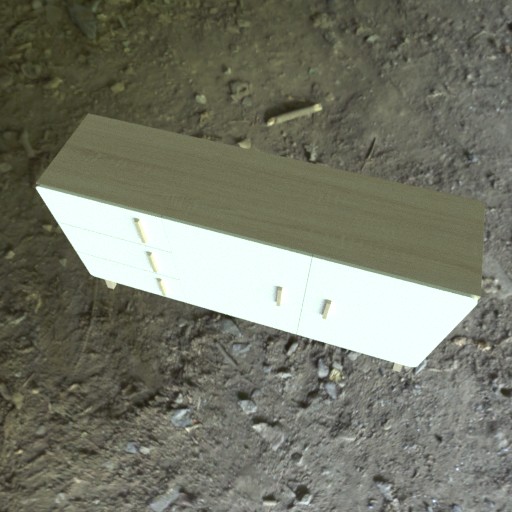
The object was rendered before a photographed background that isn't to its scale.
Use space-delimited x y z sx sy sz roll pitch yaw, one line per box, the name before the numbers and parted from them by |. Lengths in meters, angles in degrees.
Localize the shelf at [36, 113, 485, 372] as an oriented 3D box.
shelf | 0.000 0.000 1.835 1.490 0.780 0.400 15 59 9
